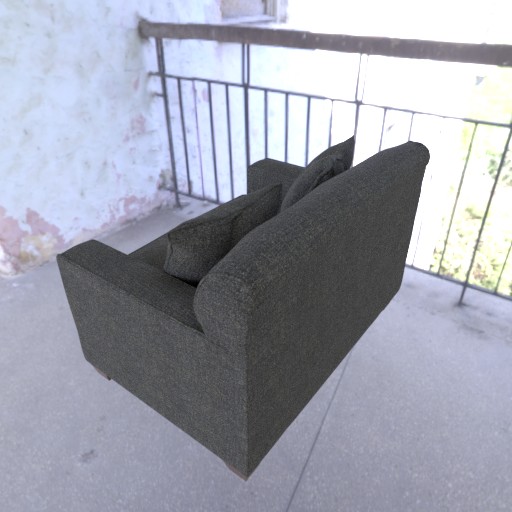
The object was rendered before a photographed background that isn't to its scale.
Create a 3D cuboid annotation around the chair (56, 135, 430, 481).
[{"bbox_3d":[0.000,0.000,2.019,1.000,0.948,1.383,22,38,31],"label":"chair"}]
